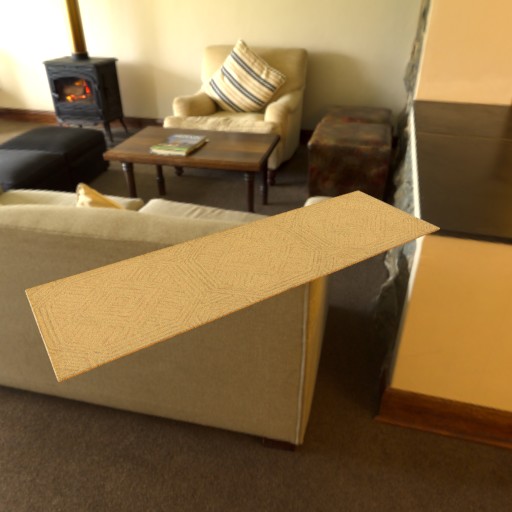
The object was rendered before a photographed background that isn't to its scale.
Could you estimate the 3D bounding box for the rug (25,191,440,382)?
[{"bbox_3d":[0.000,0.000,2.672,2.452,0.012,0.775,-19,36,-28],"label":"rug"}]
